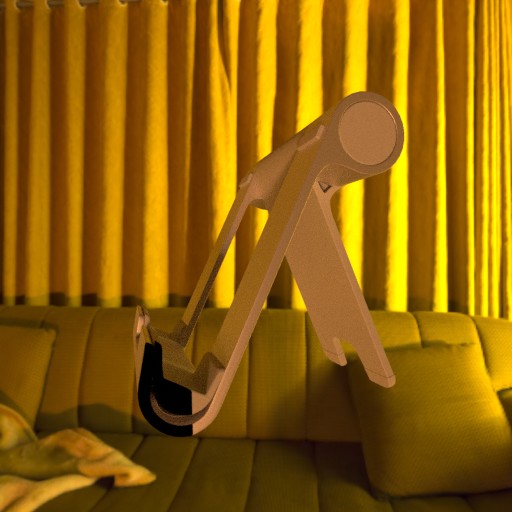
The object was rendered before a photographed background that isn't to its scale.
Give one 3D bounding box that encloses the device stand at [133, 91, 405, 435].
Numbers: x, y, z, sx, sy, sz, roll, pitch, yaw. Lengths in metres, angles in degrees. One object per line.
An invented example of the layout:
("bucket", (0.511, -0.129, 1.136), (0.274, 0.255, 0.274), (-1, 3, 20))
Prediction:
("device stand", (0.000, 0.000, 0.149), (0.079, 0.084, 0.086), (0, 0, -16))
